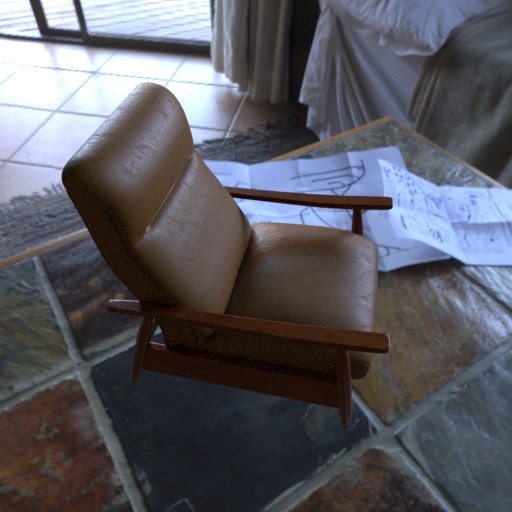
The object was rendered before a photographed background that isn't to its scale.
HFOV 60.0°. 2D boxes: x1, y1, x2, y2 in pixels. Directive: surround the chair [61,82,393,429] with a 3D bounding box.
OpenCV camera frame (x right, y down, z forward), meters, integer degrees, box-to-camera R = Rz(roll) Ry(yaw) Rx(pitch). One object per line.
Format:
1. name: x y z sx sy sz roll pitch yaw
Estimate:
1. chair: 0.000 0.000 1.746 1.014 1.082 0.762 9 47 9
